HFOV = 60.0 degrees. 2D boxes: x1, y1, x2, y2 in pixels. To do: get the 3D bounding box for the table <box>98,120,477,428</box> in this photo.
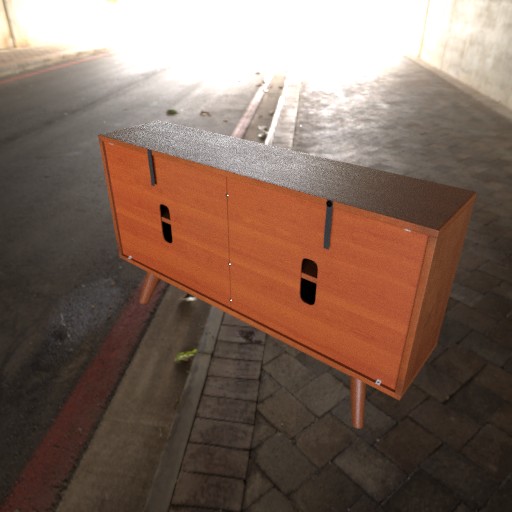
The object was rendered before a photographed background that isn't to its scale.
[{"bbox_3d":[0.000,0.000,1.534,1.220,0.698,0.308,22,37,33],"label":"table"}]
